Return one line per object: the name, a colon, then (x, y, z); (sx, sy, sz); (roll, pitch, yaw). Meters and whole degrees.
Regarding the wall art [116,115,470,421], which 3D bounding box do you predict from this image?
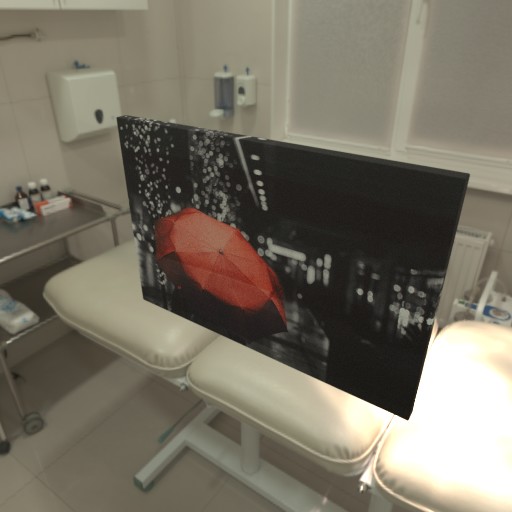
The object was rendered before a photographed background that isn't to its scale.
wall art: (0.000, 0.000, 1.160); (0.914, 0.609, 0.038); (18, 34, 30)
